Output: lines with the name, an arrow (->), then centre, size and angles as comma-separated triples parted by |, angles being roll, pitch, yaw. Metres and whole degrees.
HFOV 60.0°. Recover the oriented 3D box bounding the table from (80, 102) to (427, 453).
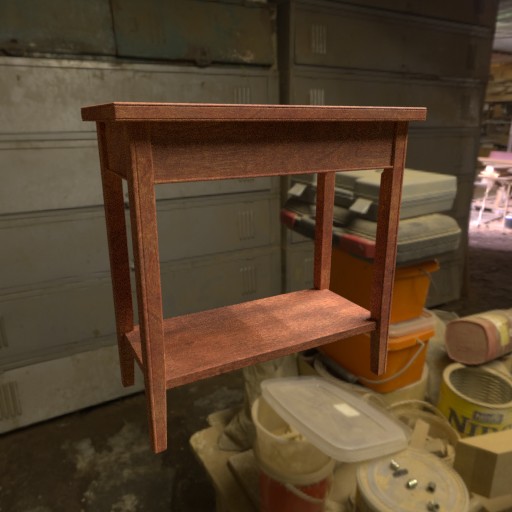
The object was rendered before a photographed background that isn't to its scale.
table -> 0.000, 0.000, 0.960 | 0.610, 0.610, 0.305 | -9, 19, -27
